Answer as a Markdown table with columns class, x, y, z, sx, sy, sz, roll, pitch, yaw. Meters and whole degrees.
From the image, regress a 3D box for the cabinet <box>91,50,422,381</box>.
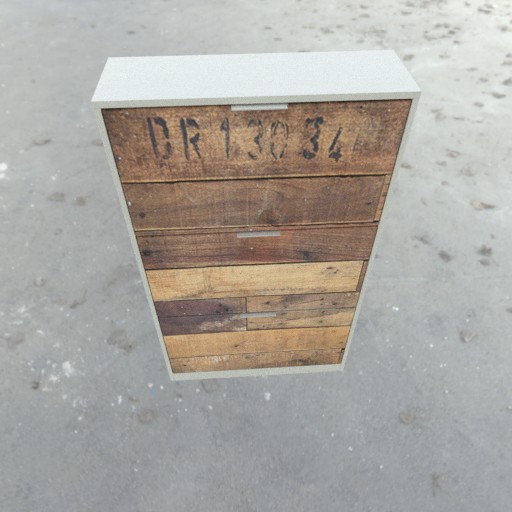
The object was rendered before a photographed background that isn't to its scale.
| class | x | y | z | sx | sy | sz | roll | pitch | yaw |
| --- | --- | --- | --- | --- | --- | --- | --- | --- | --- |
| cabinet | 0.000 | 0.000 | 1.542 | 0.750 | 1.280 | 0.250 | -3 | 47 | -3 |
